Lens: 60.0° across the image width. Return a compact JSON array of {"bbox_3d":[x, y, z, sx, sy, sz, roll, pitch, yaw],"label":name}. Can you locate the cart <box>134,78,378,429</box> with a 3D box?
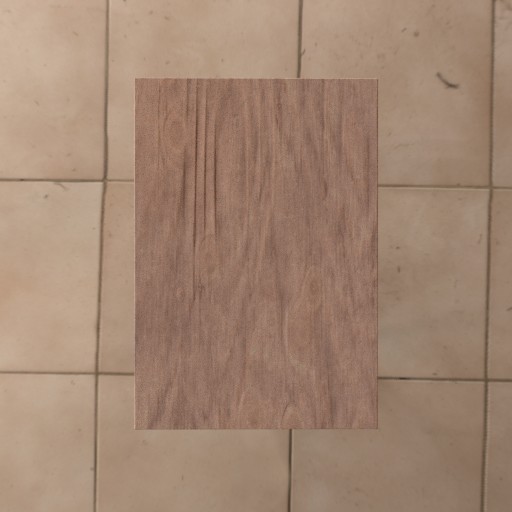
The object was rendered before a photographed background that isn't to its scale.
[{"bbox_3d":[0.000,0.000,1.143,0.403,0.839,0.584,0,90,0],"label":"cart"}]
